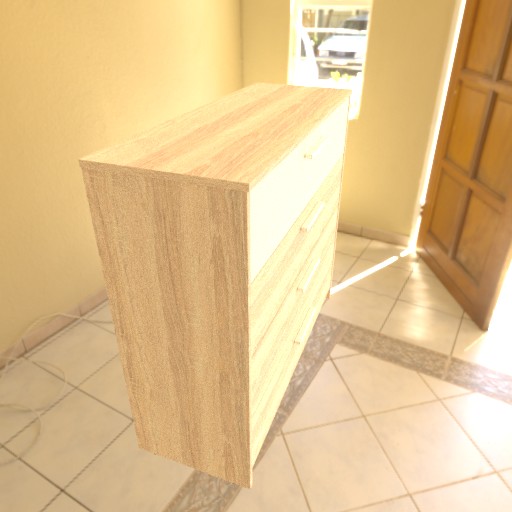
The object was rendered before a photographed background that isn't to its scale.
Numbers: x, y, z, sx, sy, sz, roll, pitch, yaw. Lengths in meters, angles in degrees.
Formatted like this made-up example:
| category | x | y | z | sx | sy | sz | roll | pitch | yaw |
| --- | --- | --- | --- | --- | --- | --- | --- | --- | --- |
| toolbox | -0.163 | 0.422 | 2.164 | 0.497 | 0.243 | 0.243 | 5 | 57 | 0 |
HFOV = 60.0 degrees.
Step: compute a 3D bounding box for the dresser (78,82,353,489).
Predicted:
| category | x | y | z | sx | sy | sz | roll | pitch | yaw |
| --- | --- | --- | --- | --- | --- | --- | --- | --- | --- |
| dresser | 0.000 | 0.000 | 1.444 | 0.380 | 0.900 | 0.980 | 11 | 32 | 18 |
